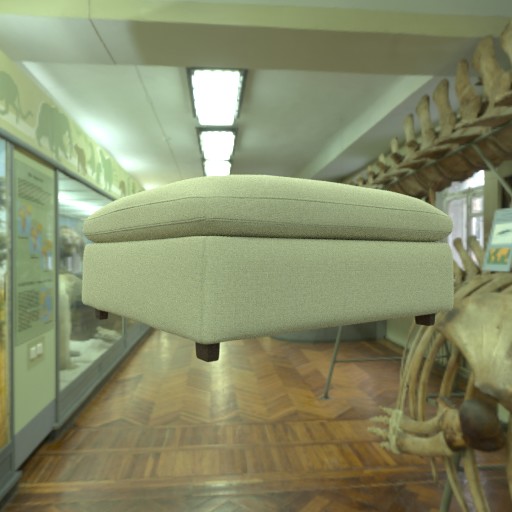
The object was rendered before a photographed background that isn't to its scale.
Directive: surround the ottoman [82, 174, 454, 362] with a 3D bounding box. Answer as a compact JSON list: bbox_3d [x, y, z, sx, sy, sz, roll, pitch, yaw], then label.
[{"bbox_3d":[0.000,0.000,1.573,0.977,0.467,0.996,0,0,-36],"label":"ottoman"}]
